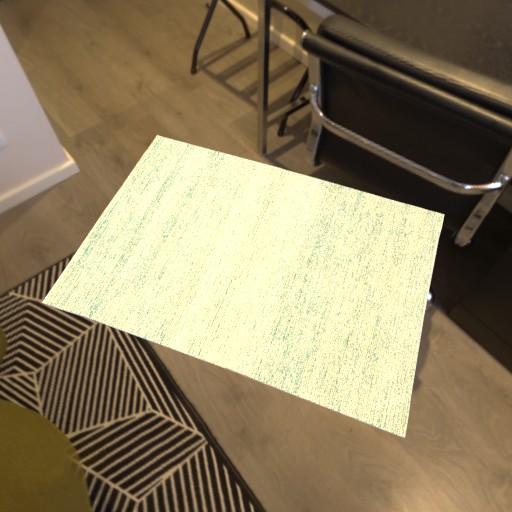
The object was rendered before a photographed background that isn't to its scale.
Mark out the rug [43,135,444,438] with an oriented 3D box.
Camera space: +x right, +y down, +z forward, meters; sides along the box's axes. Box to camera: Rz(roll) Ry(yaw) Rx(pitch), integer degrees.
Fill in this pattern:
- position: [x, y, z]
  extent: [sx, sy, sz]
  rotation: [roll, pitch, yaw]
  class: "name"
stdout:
- position: [0.000, 0.000, 2.982]
  extent: [2.305, 0.029, 1.593]
  rotation: [18, 60, 10]
  class: "rug"
